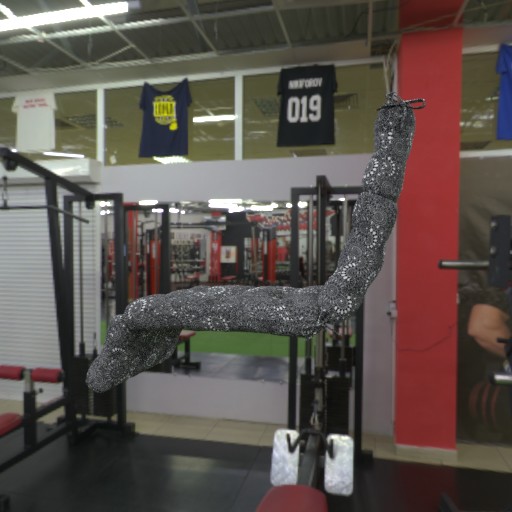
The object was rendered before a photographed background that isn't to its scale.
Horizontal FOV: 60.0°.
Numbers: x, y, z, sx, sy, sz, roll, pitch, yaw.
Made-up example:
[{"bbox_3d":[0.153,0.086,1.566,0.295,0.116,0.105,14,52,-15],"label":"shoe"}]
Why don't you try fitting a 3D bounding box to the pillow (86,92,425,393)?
[{"bbox_3d":[0.000,0.000,1.482,1.016,0.863,0.526,0,1,16],"label":"pillow"}]
